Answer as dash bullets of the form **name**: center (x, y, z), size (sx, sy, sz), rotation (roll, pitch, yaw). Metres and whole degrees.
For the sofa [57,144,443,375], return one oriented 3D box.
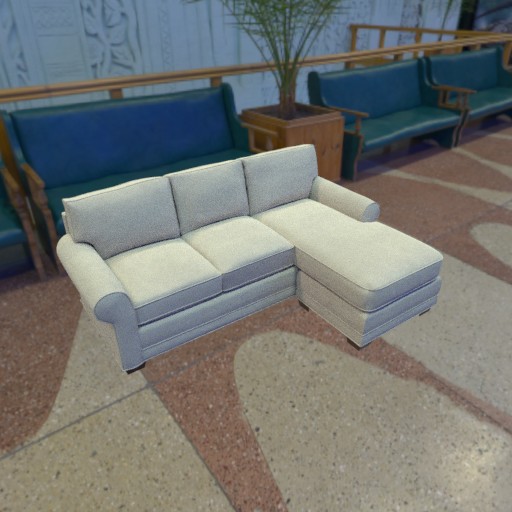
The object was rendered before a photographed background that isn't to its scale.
- **sofa**: center (0.000, 0.000, 2.375), size (1.770, 0.734, 1.226), rotation (-20, 36, -30)
